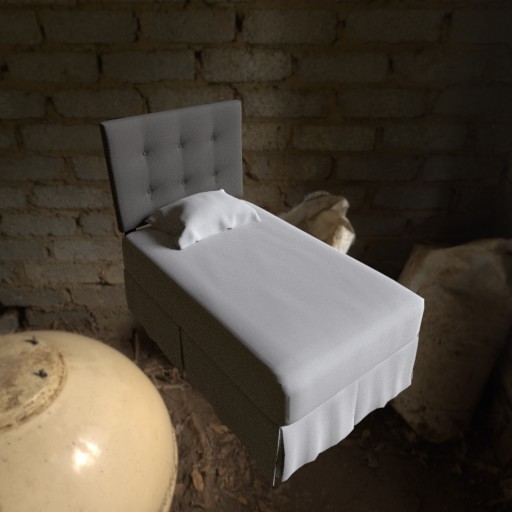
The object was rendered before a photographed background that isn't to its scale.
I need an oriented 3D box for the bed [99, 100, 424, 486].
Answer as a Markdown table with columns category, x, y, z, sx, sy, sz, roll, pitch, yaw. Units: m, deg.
| category | x | y | z | sx | sy | sz | roll | pitch | yaw |
| --- | --- | --- | --- | --- | --- | --- | --- | --- | --- |
| bed | 0.000 | 0.000 | 2.988 | 1.261 | 1.571 | 1.997 | -22 | 38 | -32 |
